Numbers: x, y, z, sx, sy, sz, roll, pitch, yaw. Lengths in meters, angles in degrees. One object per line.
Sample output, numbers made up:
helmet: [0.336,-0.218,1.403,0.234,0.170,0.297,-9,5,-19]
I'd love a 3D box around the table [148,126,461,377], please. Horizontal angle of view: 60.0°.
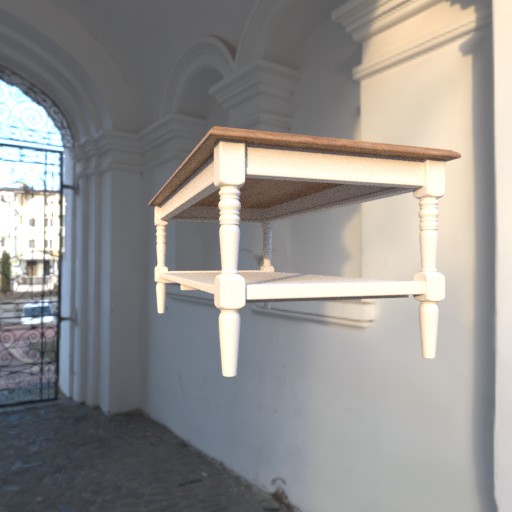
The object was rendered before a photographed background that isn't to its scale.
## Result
table: [0.000,0.000,1.399,0.559,0.458,1.118,0,0,-19]
